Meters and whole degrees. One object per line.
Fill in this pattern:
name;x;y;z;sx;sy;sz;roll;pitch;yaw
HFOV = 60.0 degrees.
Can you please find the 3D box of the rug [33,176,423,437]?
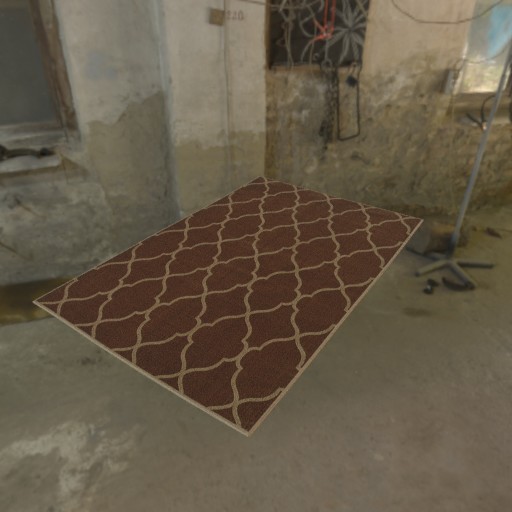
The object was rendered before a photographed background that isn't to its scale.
rug;0.000;0.000;2.939;1.528;0.014;2.294;20;38;29
